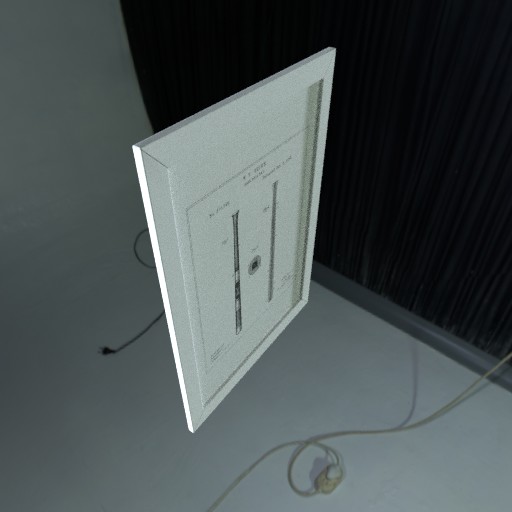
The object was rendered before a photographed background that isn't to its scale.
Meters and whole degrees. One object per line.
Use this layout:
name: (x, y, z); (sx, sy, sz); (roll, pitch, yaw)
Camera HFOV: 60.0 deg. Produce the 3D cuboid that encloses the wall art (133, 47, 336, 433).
wall art: (0.000, 0.000, 0.694); (0.012, 0.529, 0.374); (25, 47, 26)
